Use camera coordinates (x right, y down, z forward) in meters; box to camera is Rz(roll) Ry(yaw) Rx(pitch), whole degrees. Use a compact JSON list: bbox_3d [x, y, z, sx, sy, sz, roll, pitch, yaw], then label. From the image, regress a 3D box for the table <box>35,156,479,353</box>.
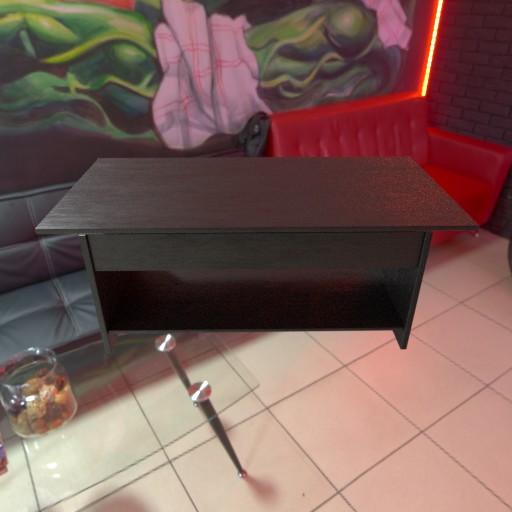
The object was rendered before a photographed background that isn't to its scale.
[{"bbox_3d":[0.000,0.000,1.446,1.000,0.570,0.712,0,31,-1],"label":"table"}]
